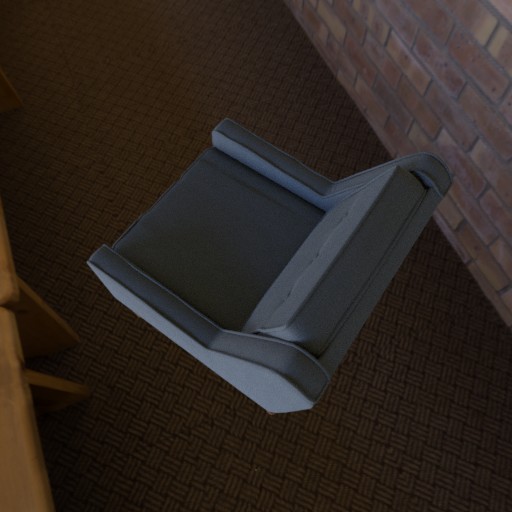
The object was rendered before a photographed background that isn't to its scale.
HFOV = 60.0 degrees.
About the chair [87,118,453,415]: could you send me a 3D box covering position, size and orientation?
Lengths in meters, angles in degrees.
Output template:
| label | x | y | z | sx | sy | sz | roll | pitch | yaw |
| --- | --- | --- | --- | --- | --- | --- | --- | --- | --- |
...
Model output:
| label | x | y | z | sx | sy | sz | roll | pitch | yaw |
| --- | --- | --- | --- | --- | --- | --- | --- | --- | --- |
| chair | 0.000 | 0.000 | 1.344 | 0.733 | 0.780 | 0.663 | 33 | 69 | 15 |
